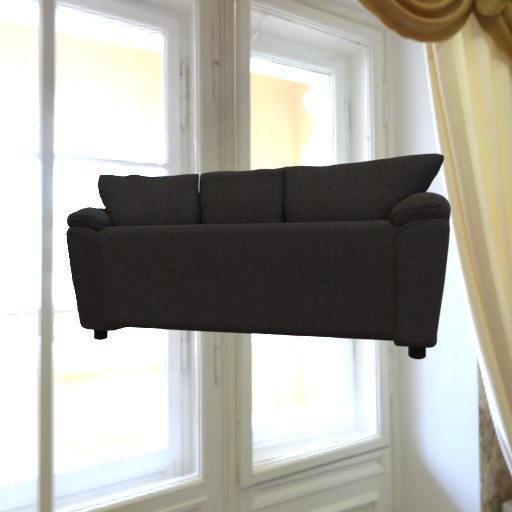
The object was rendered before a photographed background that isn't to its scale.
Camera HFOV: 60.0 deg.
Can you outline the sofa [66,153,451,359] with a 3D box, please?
[{"bbox_3d":[0.000,0.000,2.870,2.336,1.080,0.883,0,-1,17],"label":"sofa"}]
